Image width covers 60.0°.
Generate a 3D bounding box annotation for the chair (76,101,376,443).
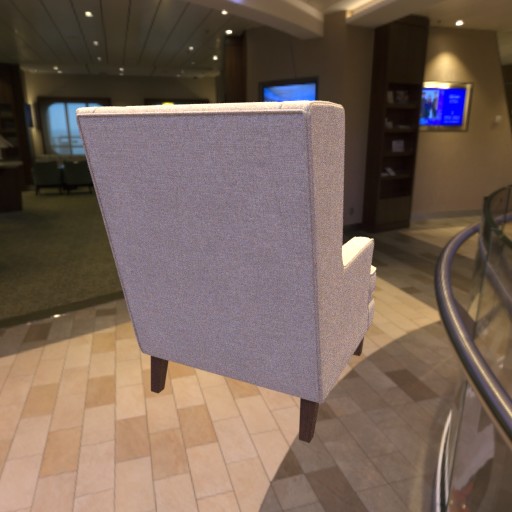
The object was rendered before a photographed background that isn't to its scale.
[{"bbox_3d":[0.000,0.000,1.716,0.764,1.082,0.948,8,18,26],"label":"chair"}]
